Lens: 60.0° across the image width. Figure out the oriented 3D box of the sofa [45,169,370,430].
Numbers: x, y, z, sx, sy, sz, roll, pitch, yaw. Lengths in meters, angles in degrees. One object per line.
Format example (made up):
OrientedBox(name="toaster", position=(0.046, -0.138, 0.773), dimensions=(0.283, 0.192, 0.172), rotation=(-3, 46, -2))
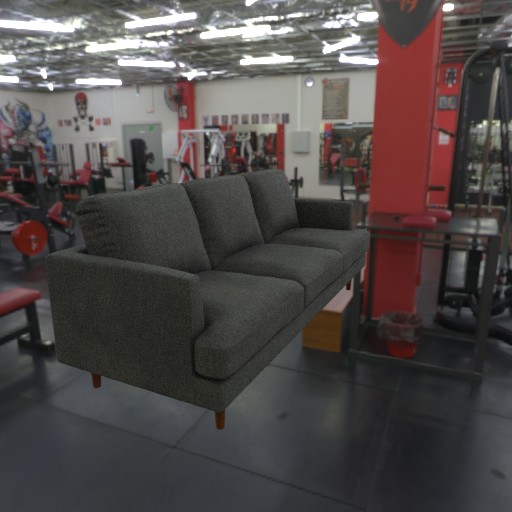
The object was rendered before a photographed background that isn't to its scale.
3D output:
OrientedBox(name="sofa", position=(0.000, 0.000, 2.691), dimensions=(0.903, 0.930, 2.246), rotation=(7, 16, 26))
